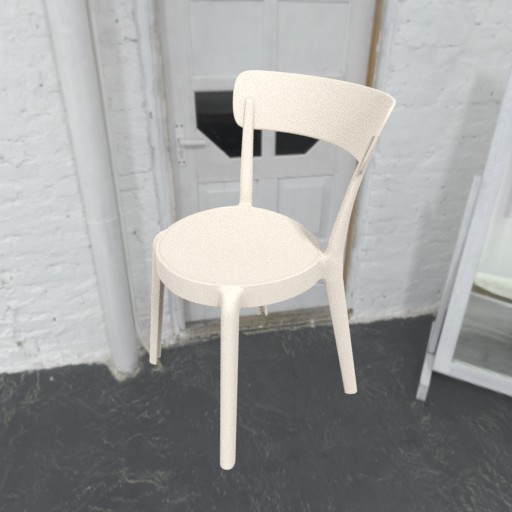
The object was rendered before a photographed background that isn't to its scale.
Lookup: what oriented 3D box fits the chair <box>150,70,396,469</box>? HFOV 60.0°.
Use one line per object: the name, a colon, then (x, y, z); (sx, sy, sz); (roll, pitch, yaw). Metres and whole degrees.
chair: (0.000, 0.000, 1.110); (0.491, 0.790, 0.506); (-19, 36, -29)
